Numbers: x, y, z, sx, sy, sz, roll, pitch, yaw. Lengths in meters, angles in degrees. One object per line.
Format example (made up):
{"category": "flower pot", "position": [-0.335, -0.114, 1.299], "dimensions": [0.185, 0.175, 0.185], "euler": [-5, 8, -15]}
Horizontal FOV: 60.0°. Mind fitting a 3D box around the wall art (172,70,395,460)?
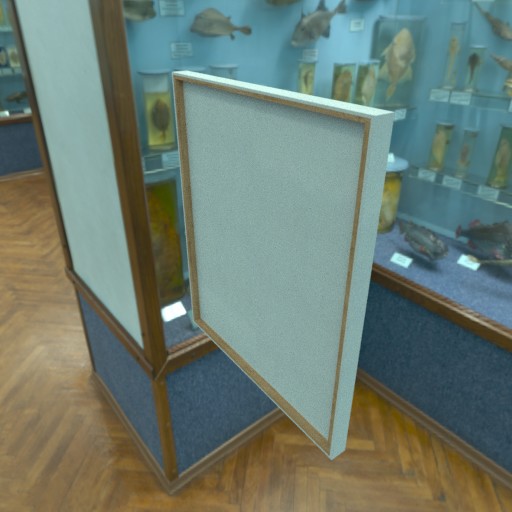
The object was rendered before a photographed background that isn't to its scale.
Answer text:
{"category": "wall art", "position": [0.000, 0.000, 0.842], "dimensions": [0.037, 0.606, 0.508], "euler": [-20, 35, -31]}
